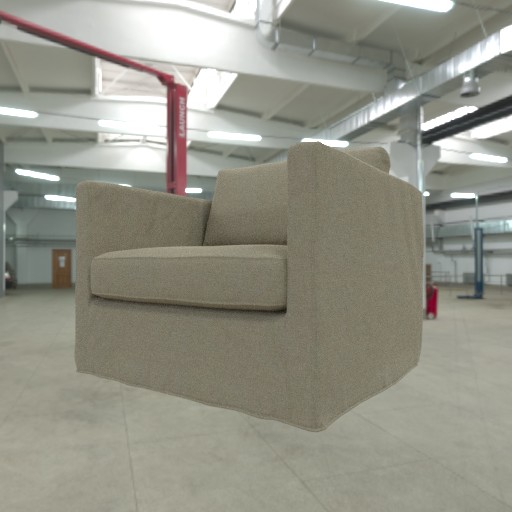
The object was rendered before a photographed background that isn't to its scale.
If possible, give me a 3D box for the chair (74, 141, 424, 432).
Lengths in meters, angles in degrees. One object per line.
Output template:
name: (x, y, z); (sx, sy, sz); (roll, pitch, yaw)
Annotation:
chair: (0.000, 0.000, 1.734); (1.057, 0.863, 0.949); (0, -1, 36)
